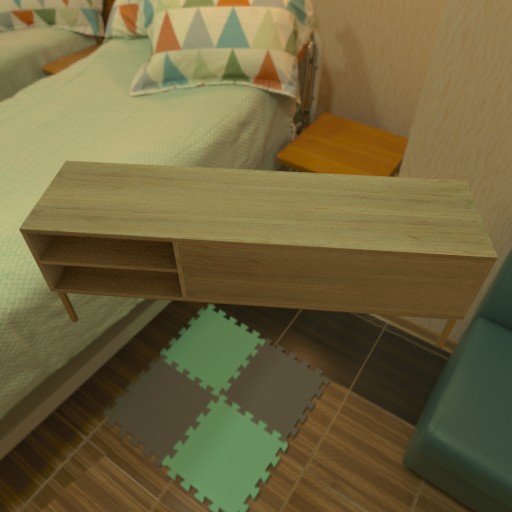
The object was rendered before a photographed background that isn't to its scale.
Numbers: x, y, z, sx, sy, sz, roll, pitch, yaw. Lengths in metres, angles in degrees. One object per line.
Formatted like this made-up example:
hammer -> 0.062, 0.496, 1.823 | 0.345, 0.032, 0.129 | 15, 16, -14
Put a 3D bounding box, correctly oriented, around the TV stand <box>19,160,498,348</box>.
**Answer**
TV stand -> 0.000, 0.000, 1.818 | 1.600, 0.550, 0.420 | 4, 45, 3
